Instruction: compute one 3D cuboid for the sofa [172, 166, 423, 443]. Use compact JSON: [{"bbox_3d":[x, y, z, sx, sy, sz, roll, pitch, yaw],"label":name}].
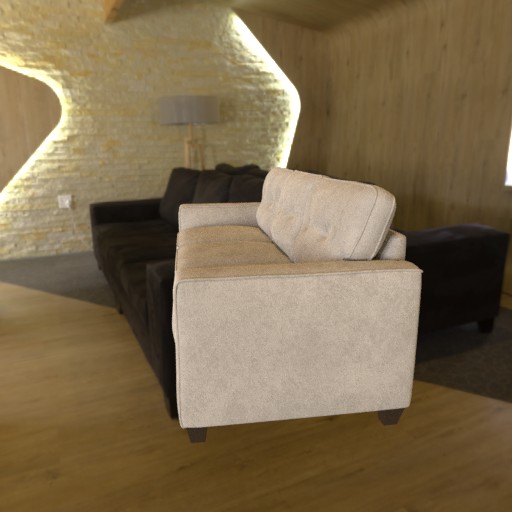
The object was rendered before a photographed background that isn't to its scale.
[{"bbox_3d":[0.000,0.000,2.608,0.939,0.965,2.133,-2,14,-9],"label":"sofa"}]
